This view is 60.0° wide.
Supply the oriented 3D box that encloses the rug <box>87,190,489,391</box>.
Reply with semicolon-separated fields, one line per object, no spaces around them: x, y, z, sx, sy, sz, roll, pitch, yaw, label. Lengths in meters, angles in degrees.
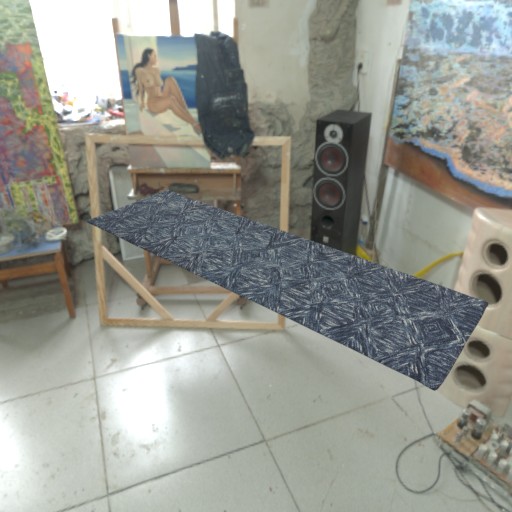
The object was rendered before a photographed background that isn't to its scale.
0.000;0.000;2.508;2.306;0.013;0.719;22;37;33;rug
